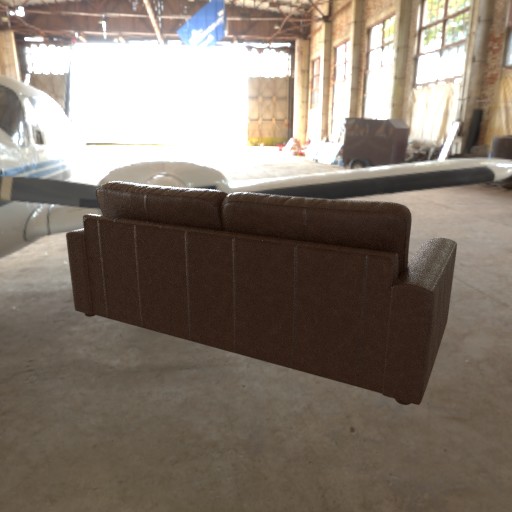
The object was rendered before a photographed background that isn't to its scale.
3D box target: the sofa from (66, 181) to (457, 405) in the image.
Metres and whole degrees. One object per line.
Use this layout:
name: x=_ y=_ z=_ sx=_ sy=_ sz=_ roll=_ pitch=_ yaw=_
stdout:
sofa: x=0.000 y=0.000 z=2.729 sx=2.179 sy=0.873 sz=1.016 roll=9 pitch=18 yaw=28
